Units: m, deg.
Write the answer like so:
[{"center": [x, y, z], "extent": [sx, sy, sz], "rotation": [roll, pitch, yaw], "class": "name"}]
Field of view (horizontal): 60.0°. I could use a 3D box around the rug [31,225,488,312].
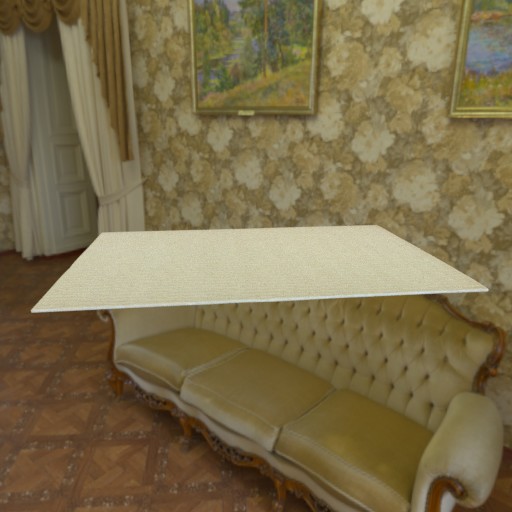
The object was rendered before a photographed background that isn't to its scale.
[{"center": [0.000, 0.000, 2.348], "extent": [1.848, 0.014, 1.238], "rotation": [-2, 17, -7], "class": "rug"}]
